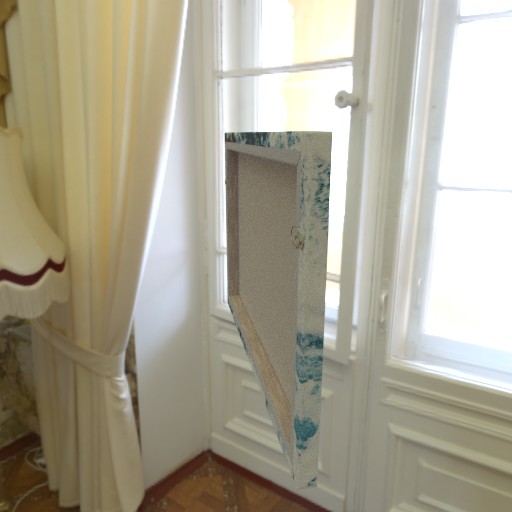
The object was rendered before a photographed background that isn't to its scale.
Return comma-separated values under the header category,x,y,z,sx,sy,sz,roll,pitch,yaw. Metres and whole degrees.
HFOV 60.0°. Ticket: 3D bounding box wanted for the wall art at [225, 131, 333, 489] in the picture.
category,x,y,z,sx,sy,sz,roll,pitch,yaw
wall art,0.000,0.000,1.133,0.042,0.610,0.915,-3,16,-11
